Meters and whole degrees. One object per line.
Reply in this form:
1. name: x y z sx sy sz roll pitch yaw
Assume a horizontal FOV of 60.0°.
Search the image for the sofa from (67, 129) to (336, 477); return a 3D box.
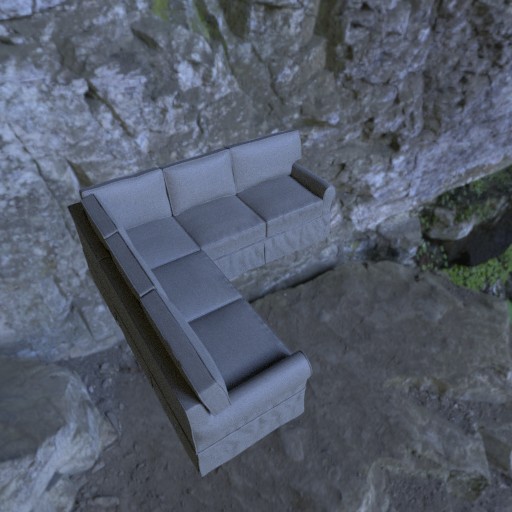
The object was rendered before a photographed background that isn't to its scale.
1. sofa: 0.000 0.000 4.137 2.623 1.081 2.618 -23 46 -24
